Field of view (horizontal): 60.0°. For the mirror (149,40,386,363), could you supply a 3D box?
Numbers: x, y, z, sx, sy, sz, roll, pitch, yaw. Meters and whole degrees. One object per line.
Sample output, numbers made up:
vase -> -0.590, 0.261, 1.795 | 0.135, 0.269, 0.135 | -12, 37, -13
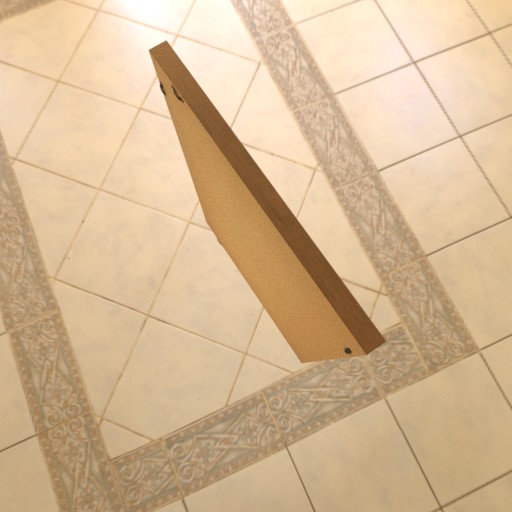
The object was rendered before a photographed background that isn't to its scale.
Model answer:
mirror -> 0.000, 0.000, 1.135 | 0.040, 0.915, 0.609 | -33, 78, -8
